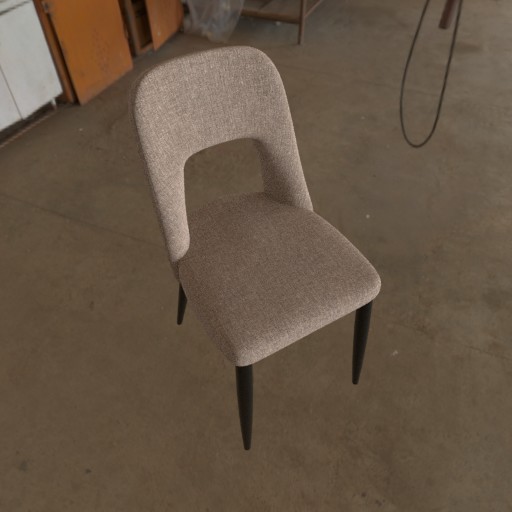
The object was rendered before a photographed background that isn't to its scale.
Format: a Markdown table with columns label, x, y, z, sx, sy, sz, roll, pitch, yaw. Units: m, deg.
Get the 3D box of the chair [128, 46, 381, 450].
| label | x | y | z | sx | sy | sz | roll | pitch | yaw |
| --- | --- | --- | --- | --- | --- | --- | --- | --- | --- |
| chair | 0.000 | 0.000 | 1.248 | 0.470 | 0.931 | 0.612 | -23 | 51 | -21 |
